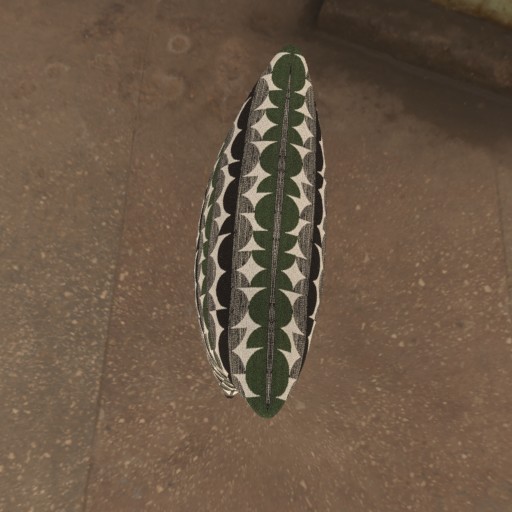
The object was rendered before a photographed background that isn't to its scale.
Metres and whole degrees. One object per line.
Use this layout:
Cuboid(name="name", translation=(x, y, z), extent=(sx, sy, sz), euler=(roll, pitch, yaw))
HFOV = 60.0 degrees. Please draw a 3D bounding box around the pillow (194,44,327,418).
Cuboid(name="pillow", translation=(0.000, 0.000, 0.649), extent=(0.180, 0.404, 0.419), euler=(4, 74, 1))
